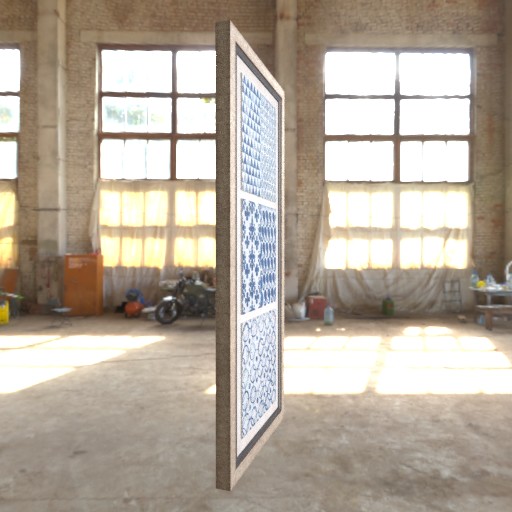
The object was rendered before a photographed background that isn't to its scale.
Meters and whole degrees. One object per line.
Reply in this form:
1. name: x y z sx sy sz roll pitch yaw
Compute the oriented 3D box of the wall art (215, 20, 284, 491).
1. wall art: 0.000 0.000 1.688 0.051 1.461 0.648 0 1 19
